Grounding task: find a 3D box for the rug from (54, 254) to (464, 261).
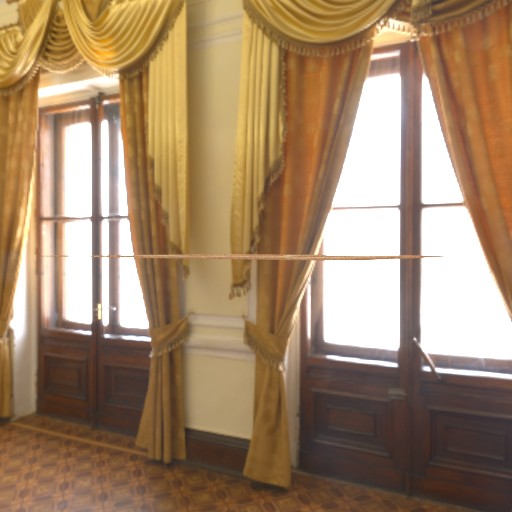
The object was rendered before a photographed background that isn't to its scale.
[{"bbox_3d":[0.000,0.000,4.080,3.067,0.005,2.460,1,1,37],"label":"rug"}]
